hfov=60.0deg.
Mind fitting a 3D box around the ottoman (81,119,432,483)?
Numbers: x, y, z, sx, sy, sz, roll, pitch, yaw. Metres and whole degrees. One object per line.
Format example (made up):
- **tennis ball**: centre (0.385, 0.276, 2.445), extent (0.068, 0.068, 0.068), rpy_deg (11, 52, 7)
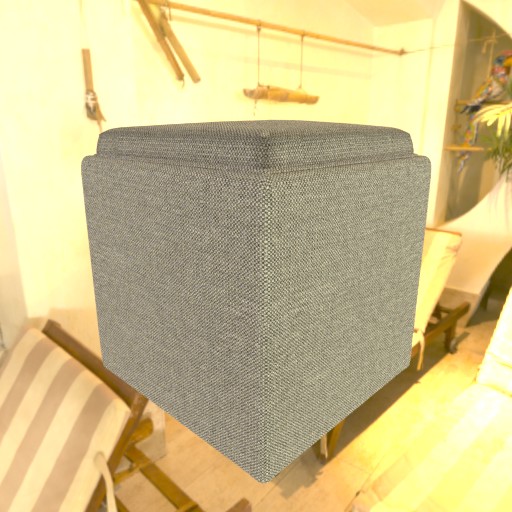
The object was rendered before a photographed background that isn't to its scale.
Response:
- **ottoman**: centre (0.000, 0.000, 0.828), extent (0.454, 0.487, 0.436), rpy_deg (16, 23, 42)
